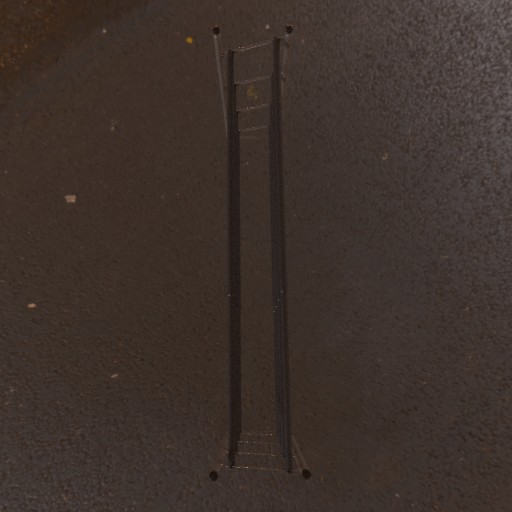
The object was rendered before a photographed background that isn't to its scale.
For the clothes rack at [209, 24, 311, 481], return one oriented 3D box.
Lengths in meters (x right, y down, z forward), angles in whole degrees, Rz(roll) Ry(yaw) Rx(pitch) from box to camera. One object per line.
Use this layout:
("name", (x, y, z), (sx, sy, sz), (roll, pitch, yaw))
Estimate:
("clothes rack", (0.000, 0.000, 1.427), (0.229, 0.672, 1.168), (-1, 77, 0))
